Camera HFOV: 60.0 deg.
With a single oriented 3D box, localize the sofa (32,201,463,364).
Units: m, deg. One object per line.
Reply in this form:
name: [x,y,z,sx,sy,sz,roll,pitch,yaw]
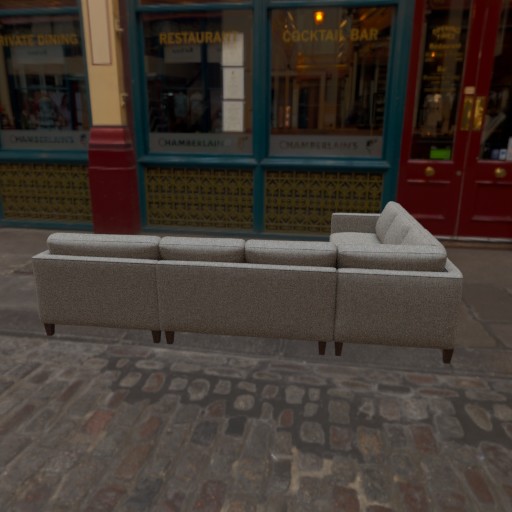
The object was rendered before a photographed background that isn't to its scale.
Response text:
sofa: [0.000,0.000,4.633,3.403,0.889,2.551,2,16,8]
